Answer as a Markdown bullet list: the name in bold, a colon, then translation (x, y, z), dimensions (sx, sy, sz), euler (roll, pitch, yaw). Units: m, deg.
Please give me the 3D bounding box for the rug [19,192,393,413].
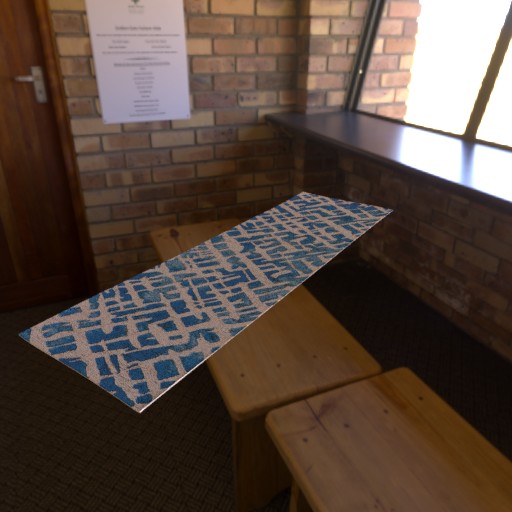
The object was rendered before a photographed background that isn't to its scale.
- **rug**: translation (0.000, 0.000, 2.602), dimensions (0.768, 0.011, 2.446), euler (17, 31, 31)
